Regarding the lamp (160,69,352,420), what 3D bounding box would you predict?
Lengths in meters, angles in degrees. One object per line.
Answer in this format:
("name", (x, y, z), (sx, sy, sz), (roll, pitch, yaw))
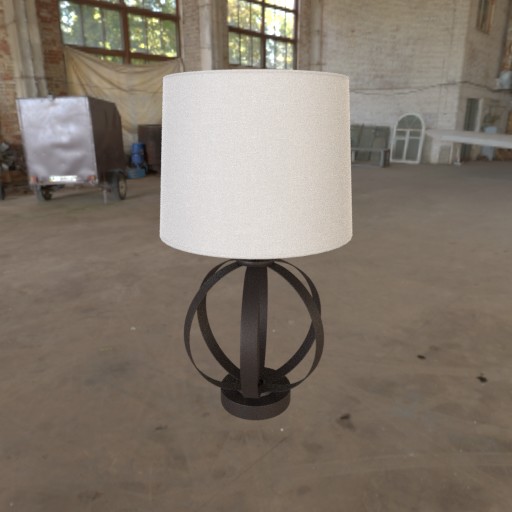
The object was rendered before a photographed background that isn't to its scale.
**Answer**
("lamp", (0.000, 0.000, 0.686), (0.286, 0.510, 0.286), (0, 17, 0))
